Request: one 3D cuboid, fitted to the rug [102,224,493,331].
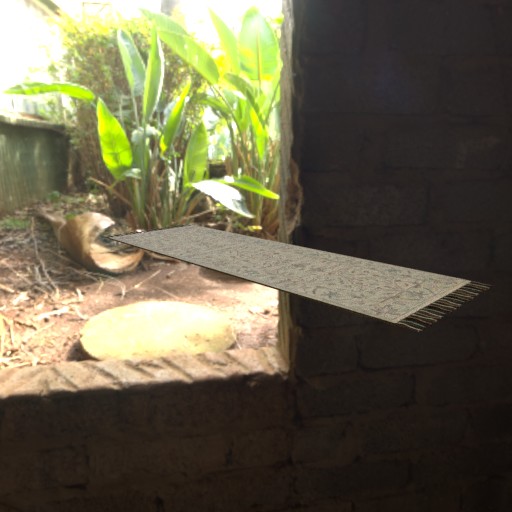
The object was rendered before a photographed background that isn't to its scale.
[{"bbox_3d":[0.000,0.000,2.686,0.769,0.013,2.440,-13,19,-43],"label":"rug"}]
